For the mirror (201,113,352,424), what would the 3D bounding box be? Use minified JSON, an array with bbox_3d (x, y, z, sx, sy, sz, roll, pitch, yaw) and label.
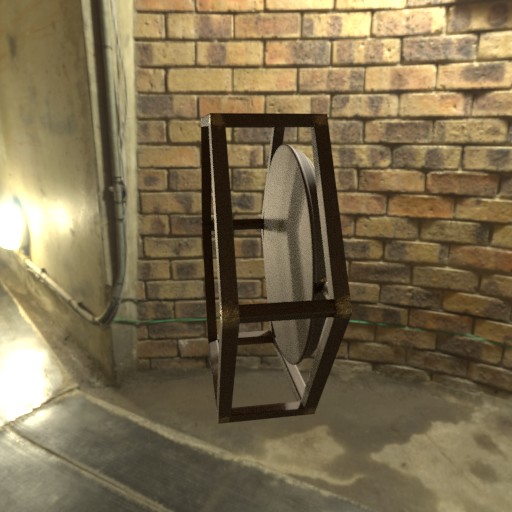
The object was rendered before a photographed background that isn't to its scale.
[{"bbox_3d":[0.000,0.000,0.555,0.119,0.334,0.380,-3,16,-9],"label":"mirror"}]
